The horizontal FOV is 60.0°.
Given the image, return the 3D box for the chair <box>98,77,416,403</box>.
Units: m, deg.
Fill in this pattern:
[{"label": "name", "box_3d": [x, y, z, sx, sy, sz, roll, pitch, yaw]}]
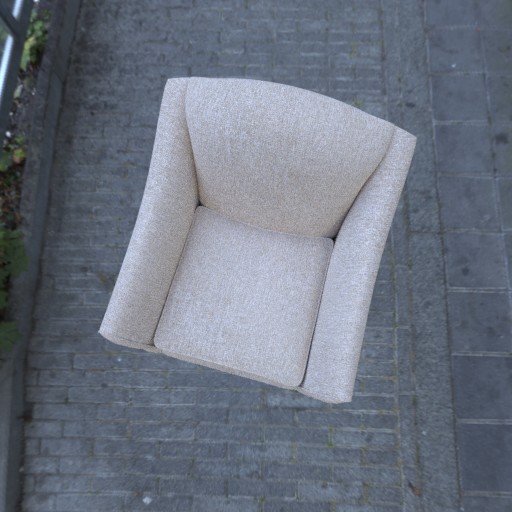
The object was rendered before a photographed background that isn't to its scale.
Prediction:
[{"label": "chair", "box_3d": [0.000, 0.000, 1.482, 0.763, 0.839, 0.787, 15, 76, 4]}]
